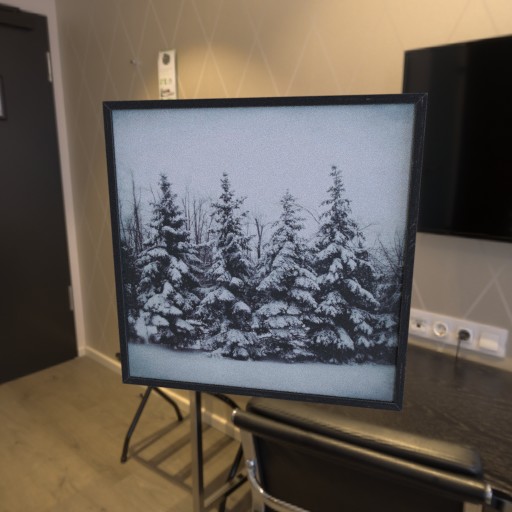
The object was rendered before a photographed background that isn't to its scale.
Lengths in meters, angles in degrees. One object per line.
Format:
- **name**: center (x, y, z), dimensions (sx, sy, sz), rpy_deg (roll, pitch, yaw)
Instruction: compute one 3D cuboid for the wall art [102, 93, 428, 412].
- **wall art**: center (0.000, 0.000, 0.751), dimensions (0.506, 0.506, 0.036), rpy_deg (2, 13, 11)
